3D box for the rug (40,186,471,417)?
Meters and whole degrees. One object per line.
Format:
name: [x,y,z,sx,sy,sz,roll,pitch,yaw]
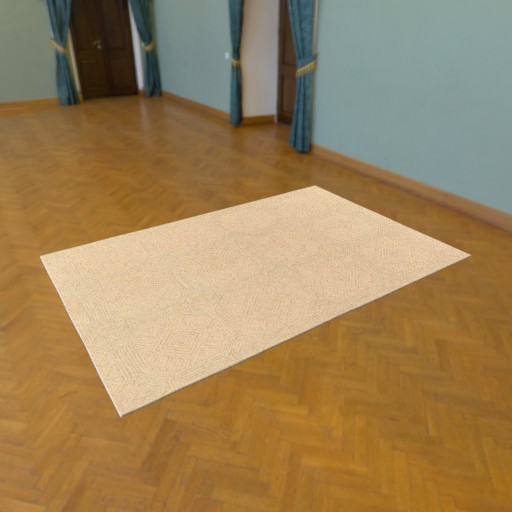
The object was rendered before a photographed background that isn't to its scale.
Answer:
rug: [0.000,0.000,2.268,1.839,0.009,1.236,-18,34,-29]
